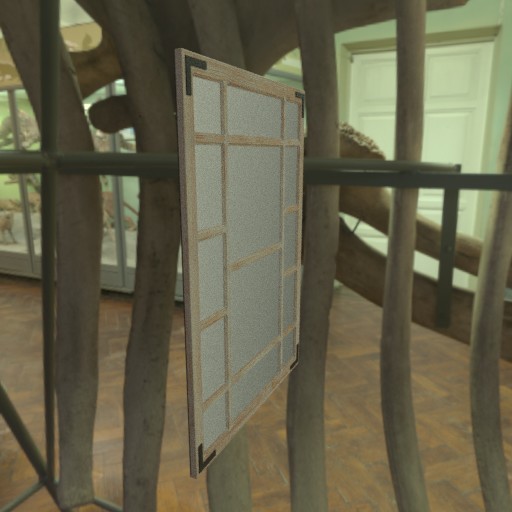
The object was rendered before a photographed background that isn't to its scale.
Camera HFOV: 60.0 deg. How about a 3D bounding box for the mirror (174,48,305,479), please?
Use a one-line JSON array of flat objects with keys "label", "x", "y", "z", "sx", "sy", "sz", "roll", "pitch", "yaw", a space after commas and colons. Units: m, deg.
[{"label": "mirror", "x": 0.000, "y": 0.000, "z": 1.303, "sx": 0.025, "sy": 0.996, "sz": 0.705, "roll": 6, "pitch": 15, "yaw": 26}]
